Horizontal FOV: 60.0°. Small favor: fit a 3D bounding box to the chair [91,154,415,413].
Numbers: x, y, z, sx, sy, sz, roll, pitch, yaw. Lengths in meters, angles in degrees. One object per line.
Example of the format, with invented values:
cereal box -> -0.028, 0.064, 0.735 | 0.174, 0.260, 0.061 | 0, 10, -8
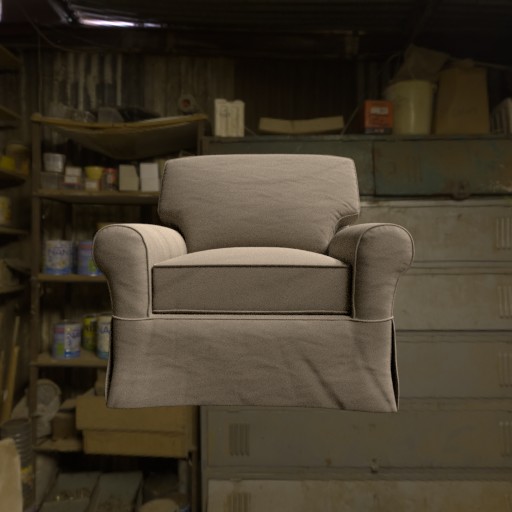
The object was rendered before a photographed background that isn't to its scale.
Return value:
chair -> 0.000, 0.000, 1.940 | 1.135, 1.017, 0.988 | 0, 1, 2
